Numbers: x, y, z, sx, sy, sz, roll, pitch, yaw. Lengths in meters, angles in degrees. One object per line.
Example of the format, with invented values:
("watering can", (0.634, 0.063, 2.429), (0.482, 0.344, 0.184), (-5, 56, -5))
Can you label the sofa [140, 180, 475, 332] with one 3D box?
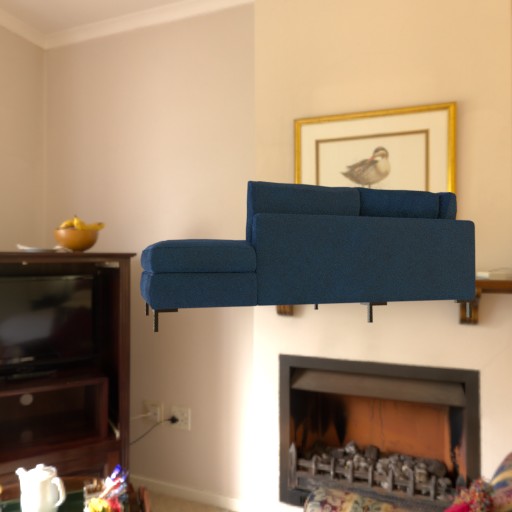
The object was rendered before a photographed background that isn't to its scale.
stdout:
("sofa", (0.000, 0.000, 3.262), (1.707, 0.687, 2.486), (0, -1, -17))
